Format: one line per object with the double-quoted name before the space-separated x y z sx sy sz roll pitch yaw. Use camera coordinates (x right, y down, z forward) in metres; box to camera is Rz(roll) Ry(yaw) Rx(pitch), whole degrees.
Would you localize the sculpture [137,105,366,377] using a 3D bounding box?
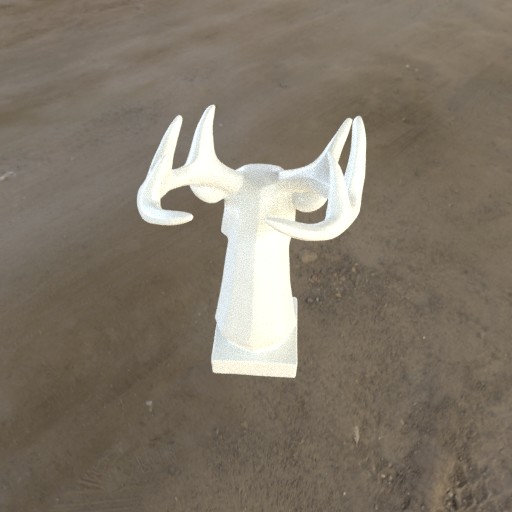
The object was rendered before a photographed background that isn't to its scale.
"sculpture" 0.000 0.000 0.462 0.174 0.329 0.224 3 47 3
